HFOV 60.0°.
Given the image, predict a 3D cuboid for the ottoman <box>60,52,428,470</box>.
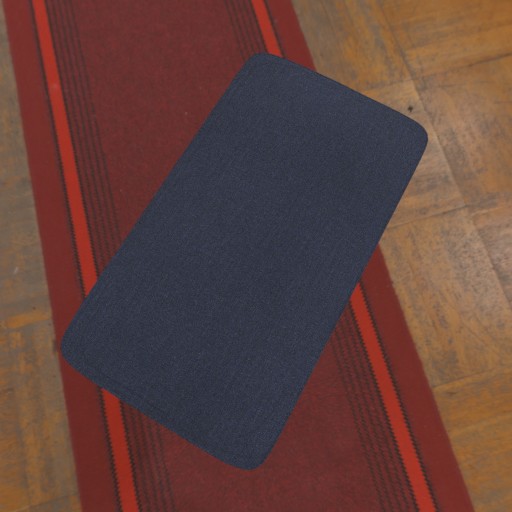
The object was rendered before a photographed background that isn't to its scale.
[{"bbox_3d":[0.000,0.000,1.172,0.505,0.453,0.895,28,76,8],"label":"ottoman"}]
